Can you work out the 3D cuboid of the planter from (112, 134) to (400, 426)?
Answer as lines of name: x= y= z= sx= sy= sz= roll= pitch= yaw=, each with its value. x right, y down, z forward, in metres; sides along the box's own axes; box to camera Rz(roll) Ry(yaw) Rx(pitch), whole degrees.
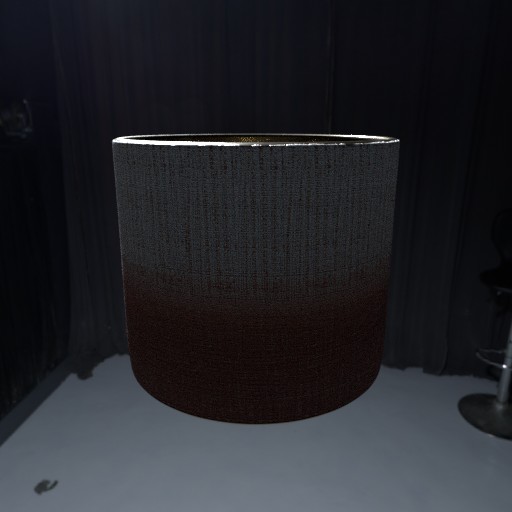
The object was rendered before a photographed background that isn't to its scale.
planter: x=0.000 y=0.000 z=0.304 sx=0.178 sy=0.157 sz=0.178 roll=0 pitch=17 yaw=0
